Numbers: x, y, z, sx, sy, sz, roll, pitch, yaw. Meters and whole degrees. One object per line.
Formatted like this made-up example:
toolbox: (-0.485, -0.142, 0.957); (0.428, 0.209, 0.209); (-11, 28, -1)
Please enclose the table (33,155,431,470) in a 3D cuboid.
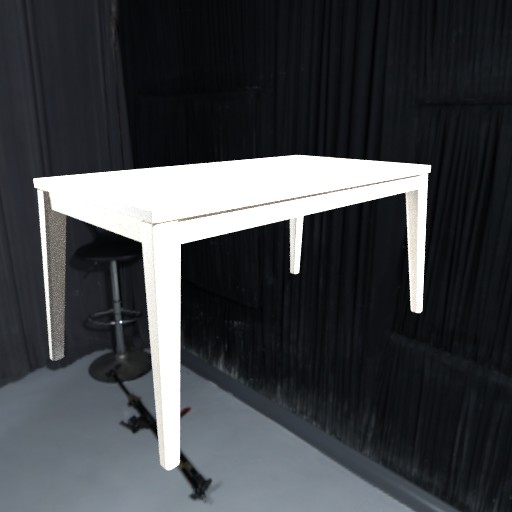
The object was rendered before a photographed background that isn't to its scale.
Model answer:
table: (0.000, 0.000, 2.014); (1.600, 0.760, 0.900); (-16, 24, -42)
